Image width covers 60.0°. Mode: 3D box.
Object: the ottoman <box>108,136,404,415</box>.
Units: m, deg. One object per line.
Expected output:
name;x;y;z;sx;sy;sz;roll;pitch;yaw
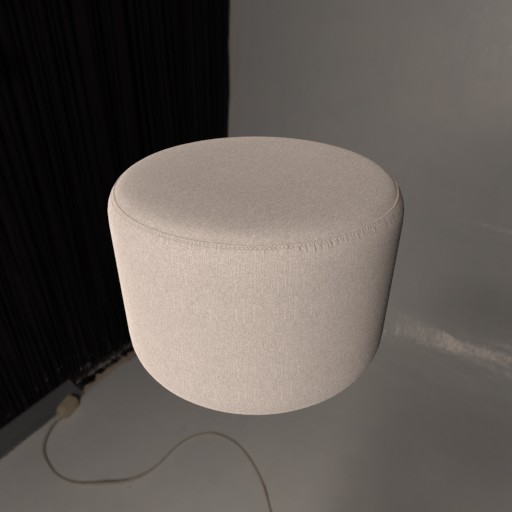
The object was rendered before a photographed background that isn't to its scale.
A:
ottoman;0.000;0.000;1.020;0.608;0.433;0.608;0;30;0
